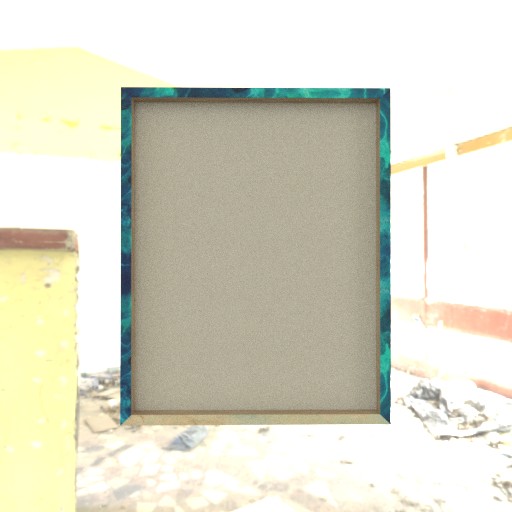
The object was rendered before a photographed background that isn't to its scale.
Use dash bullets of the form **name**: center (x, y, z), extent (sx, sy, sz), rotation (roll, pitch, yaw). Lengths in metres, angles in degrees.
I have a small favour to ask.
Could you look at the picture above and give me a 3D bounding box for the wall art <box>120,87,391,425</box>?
- **wall art**: center (0.000, 0.000, 1.017), extent (0.609, 0.760, 0.038), rotation (0, 0, -1)
